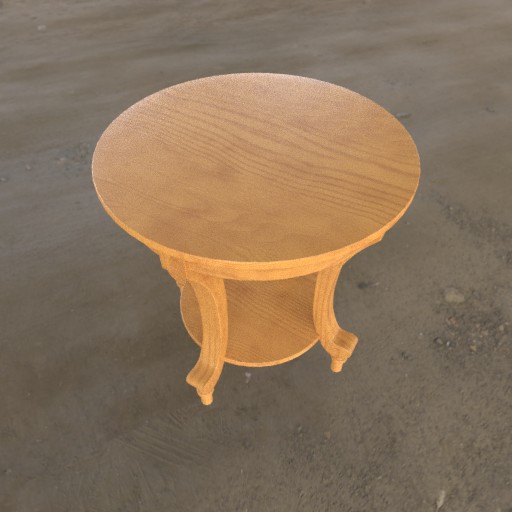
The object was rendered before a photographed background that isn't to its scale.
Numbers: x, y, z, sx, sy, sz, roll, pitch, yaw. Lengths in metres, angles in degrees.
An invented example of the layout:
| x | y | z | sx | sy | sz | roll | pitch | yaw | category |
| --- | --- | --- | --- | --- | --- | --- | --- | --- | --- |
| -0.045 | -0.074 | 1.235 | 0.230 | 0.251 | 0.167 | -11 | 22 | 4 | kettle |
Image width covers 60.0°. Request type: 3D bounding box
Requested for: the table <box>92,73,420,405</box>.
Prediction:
| x | y | z | sx | sy | sz | roll | pitch | yaw | category |
| --- | --- | --- | --- | --- | --- | --- | --- | --- | --- |
| 0.000 | 0.000 | 1.051 | 0.597 | 0.612 | 0.597 | 0 | 47 | 0 | table |
